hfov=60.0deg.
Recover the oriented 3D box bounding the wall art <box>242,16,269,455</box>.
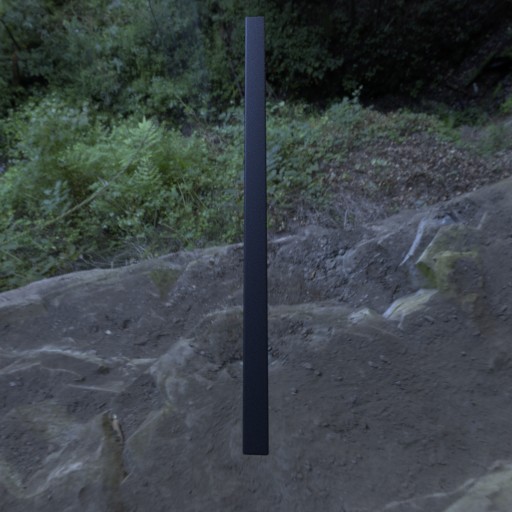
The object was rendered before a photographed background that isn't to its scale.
[{"bbox_3d":[0.000,0.000,0.754,0.031,0.457,0.558,0,74,0],"label":"wall art"}]
